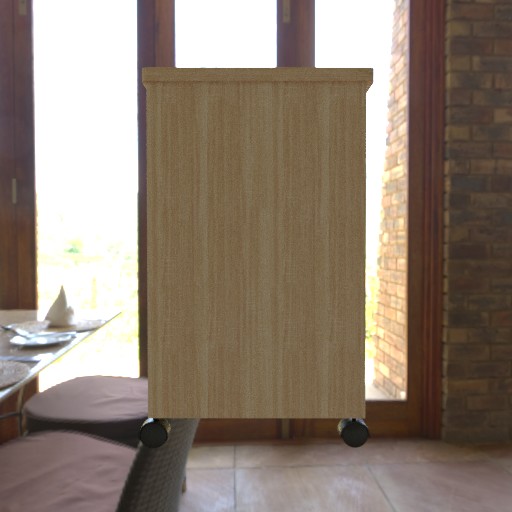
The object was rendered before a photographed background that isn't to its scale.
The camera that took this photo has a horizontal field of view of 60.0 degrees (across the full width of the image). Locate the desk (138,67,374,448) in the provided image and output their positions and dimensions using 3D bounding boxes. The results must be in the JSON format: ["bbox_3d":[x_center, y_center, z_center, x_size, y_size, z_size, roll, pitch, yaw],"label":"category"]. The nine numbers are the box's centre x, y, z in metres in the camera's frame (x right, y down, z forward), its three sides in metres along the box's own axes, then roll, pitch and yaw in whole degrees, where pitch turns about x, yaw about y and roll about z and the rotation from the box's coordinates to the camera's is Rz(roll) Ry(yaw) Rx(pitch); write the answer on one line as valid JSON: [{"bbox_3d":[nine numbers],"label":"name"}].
[{"bbox_3d":[0.000,0.000,1.333,0.480,0.770,0.884,0,1,0],"label":"desk"}]
